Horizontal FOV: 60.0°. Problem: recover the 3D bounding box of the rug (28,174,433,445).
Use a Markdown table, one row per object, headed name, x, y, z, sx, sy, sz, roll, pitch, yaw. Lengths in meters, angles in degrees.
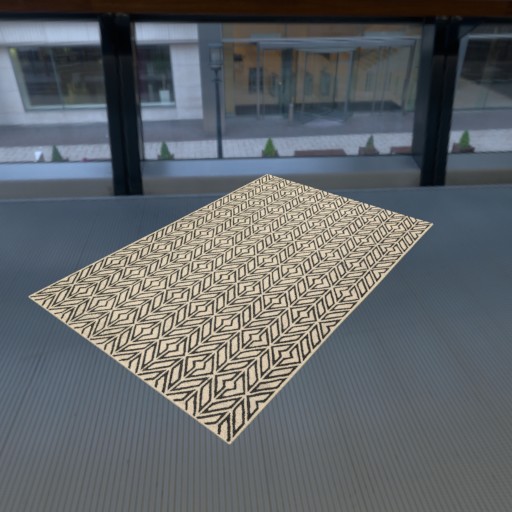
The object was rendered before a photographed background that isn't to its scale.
| name | x | y | z | sx | sy | sz | roll | pitch | yaw |
| --- | --- | --- | --- | --- | --- | --- | --- | --- | --- |
| rug | 0.000 | 0.000 | 2.318 | 1.220 | 0.007 | 1.828 | 23 | 39 | 31 |
